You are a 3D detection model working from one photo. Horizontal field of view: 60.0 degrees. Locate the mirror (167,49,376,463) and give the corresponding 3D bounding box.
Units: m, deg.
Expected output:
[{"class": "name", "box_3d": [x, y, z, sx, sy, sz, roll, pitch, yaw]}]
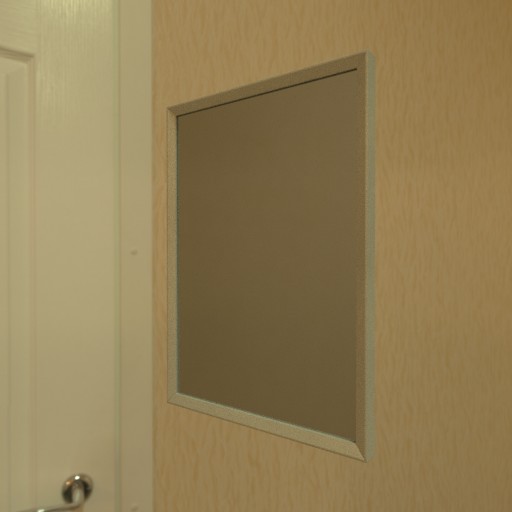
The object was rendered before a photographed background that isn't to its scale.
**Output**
[{"class": "mirror", "box_3d": [0.000, 0.000, 0.927, 0.507, 0.710, 0.039, 0, 1, 37]}]
